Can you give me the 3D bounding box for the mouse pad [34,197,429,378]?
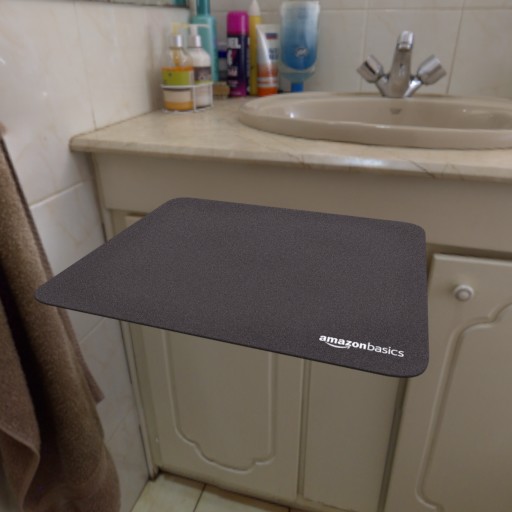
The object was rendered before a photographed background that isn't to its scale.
[{"bbox_3d":[0.000,0.000,0.432,0.315,0.002,0.269,8,28,16],"label":"mouse pad"}]
